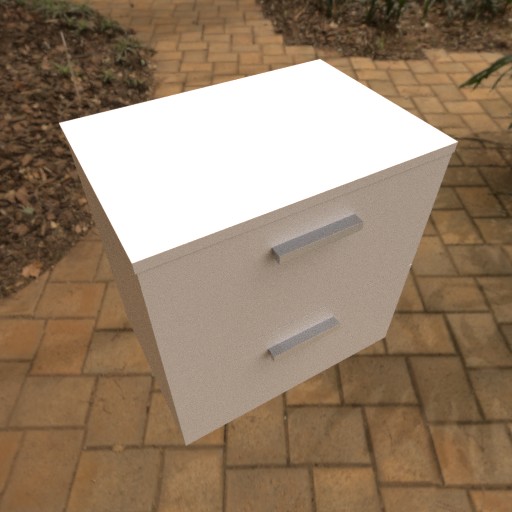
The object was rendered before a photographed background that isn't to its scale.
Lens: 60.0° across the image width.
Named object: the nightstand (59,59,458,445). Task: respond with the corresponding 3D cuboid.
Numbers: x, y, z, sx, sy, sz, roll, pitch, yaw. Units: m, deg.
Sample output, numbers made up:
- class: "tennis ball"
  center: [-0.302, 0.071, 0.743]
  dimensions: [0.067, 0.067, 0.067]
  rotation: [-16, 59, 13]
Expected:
- class: "nightstand"
  center: [0.000, 0.000, 0.755]
  dimensions: [0.441, 0.460, 0.325]
  rotation: [-22, 50, -20]
